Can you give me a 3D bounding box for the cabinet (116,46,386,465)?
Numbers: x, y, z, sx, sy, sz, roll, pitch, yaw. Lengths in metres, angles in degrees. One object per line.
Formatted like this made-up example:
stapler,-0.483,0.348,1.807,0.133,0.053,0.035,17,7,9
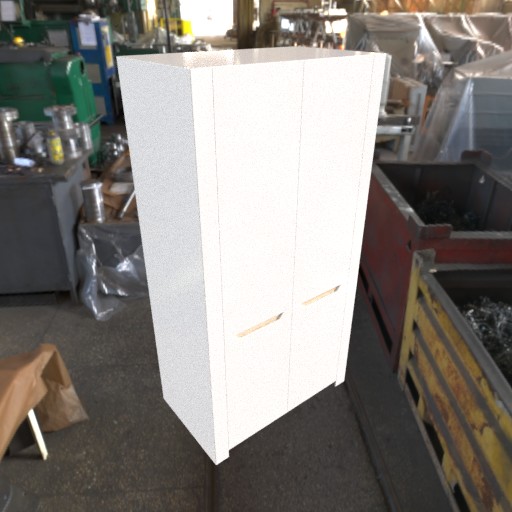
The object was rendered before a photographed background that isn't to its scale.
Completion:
cabinet,0.000,0.000,2.316,0.980,1.920,0.580,-21,35,-33
